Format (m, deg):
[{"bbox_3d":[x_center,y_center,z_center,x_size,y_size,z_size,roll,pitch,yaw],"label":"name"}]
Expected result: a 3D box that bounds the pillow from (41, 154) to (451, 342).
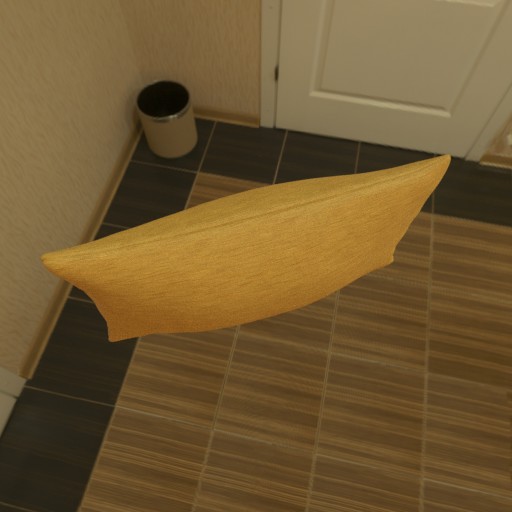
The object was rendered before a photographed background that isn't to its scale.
[{"bbox_3d":[0.000,0.000,0.803,0.634,0.354,0.210,-15,63,-8],"label":"pillow"}]
